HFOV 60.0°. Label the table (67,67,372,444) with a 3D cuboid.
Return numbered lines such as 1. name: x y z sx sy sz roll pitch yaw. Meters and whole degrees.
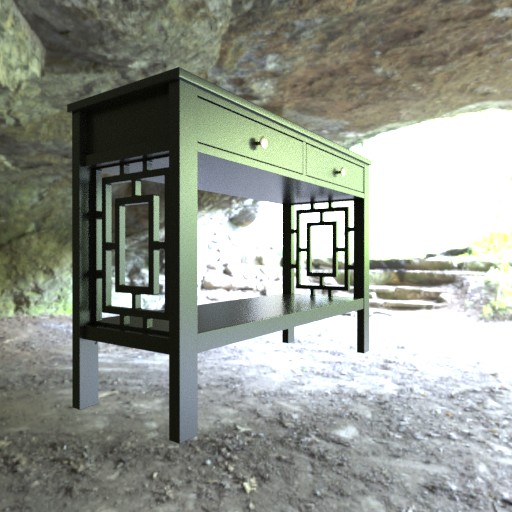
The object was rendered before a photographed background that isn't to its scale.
1. table: 0.000 0.000 1.423 0.397 0.753 1.068 0 0 35
